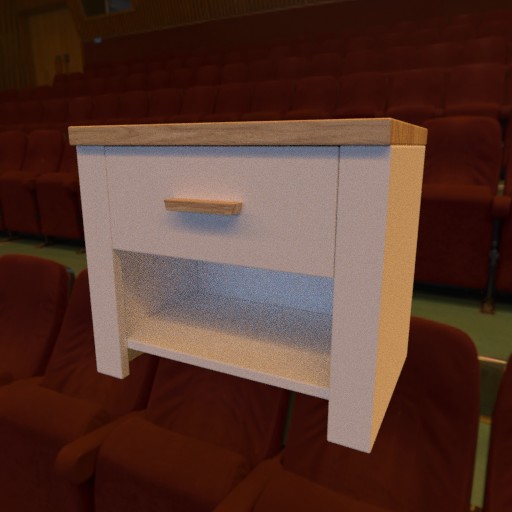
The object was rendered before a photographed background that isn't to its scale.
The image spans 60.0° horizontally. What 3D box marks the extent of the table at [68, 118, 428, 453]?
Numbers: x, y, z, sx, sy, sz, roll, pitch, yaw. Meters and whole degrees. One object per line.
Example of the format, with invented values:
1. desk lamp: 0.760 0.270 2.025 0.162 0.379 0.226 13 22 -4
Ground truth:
1. table: 0.000 0.000 0.790 0.500 0.440 0.360 7 15 26
